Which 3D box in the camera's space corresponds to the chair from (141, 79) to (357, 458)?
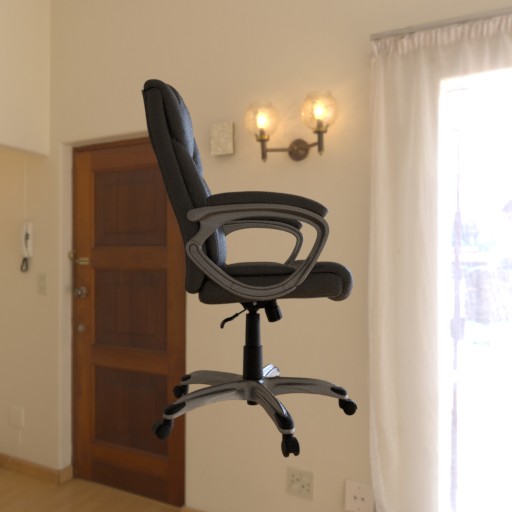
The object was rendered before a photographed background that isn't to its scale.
[{"bbox_3d":[0.000,0.000,1.583,0.719,1.130,0.721,0,0,0],"label":"chair"}]
